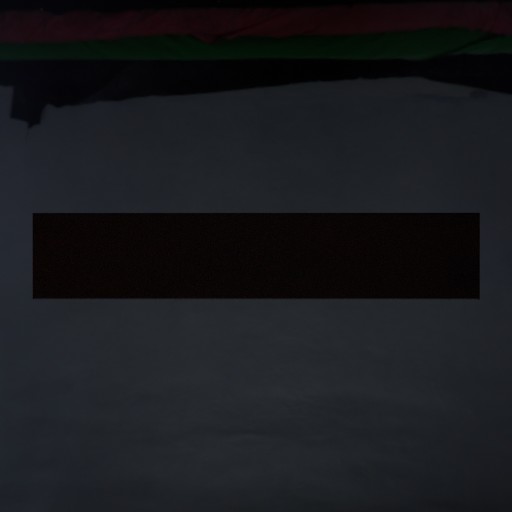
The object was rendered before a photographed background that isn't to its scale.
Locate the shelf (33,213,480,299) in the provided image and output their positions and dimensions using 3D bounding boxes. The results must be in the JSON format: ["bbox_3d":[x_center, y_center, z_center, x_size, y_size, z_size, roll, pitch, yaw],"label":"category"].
[{"bbox_3d":[0.000,0.000,0.529,0.457,0.088,0.152,0,0,0],"label":"shelf"}]
